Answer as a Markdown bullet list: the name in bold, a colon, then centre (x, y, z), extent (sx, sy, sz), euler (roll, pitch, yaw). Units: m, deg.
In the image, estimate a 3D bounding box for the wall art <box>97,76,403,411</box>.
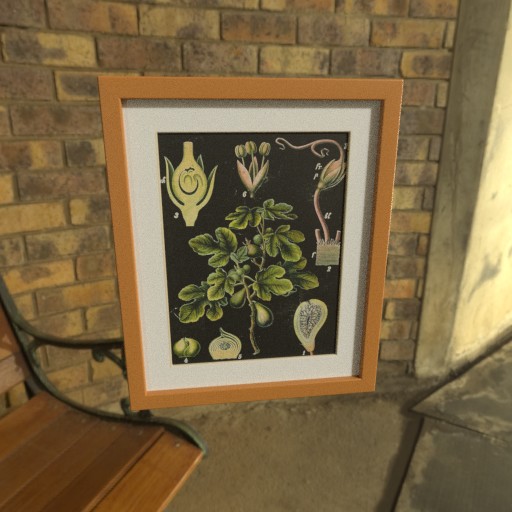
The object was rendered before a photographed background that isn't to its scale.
- **wall art**: centre (0.000, 0.000, 0.507), extent (0.310, 0.379, 0.015), euler (-2, 18, -7)
